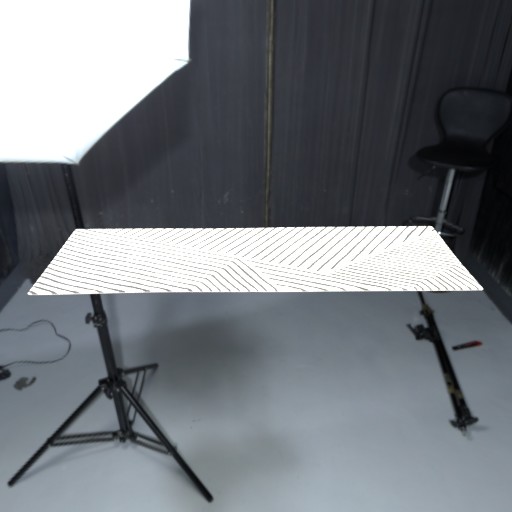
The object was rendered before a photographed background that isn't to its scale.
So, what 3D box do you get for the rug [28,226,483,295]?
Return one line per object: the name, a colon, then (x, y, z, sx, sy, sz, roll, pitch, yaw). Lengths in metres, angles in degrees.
rug: (0.000, 0.000, 2.698, 2.439, 0.020, 0.773, -1, 30, -1)
